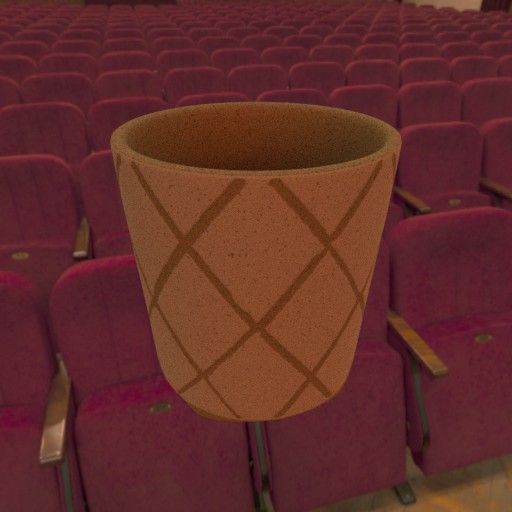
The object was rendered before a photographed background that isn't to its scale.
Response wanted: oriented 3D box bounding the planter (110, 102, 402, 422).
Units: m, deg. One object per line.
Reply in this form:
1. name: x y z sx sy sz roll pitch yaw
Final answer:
1. planter: 0.000 0.000 0.349 0.191 0.199 0.191 0 30 0
